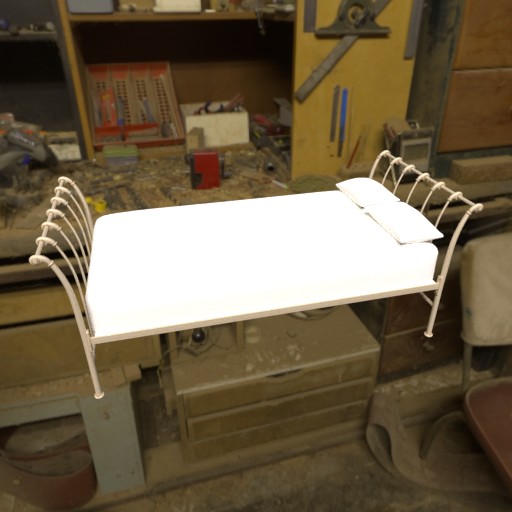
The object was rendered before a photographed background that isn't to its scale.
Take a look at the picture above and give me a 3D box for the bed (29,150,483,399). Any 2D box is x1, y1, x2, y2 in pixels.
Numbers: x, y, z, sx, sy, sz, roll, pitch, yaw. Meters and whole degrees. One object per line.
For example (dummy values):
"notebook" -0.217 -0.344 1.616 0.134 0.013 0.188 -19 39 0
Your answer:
"bed" 0.000 0.000 2.726 2.228 0.873 1.032 -7 31 -12
